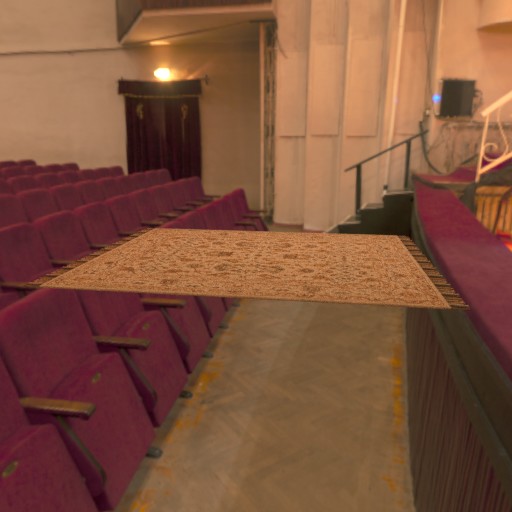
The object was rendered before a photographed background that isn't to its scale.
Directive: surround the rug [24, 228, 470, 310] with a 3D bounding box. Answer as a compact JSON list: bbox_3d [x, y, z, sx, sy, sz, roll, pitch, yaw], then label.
[{"bbox_3d":[0.000,0.000,2.286,1.726,0.009,1.278,2,14,9],"label":"rug"}]
